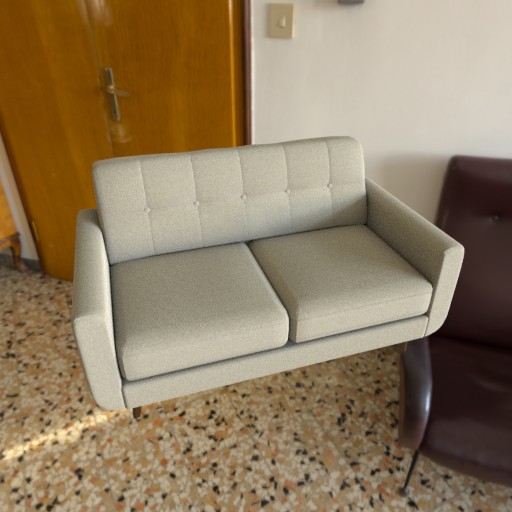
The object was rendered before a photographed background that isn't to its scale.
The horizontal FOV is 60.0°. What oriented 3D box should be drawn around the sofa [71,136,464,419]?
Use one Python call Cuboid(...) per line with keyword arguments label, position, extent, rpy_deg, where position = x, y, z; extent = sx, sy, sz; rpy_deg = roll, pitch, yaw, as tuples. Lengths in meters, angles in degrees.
Cuboid(label="sofa", position=(0.000, 0.000, 2.206), extent=(1.655, 0.892, 0.980), rpy_deg=(-10, 33, -15))
